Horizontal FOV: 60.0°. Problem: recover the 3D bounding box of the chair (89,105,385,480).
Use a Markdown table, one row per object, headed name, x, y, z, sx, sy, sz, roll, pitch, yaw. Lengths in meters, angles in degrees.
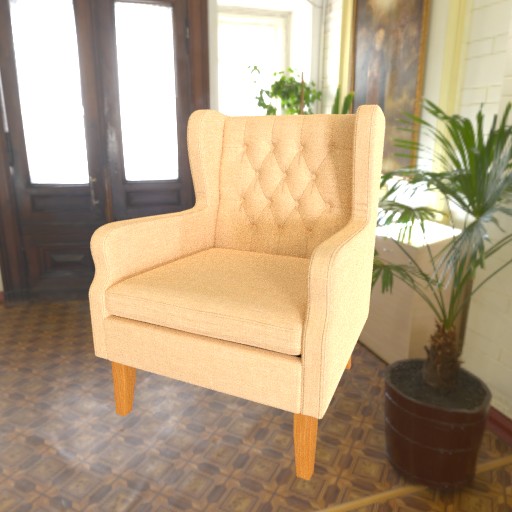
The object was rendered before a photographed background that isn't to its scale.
| name | x | y | z | sx | sy | sz | roll | pitch | yaw |
| --- | --- | --- | --- | --- | --- | --- | --- | --- | --- |
| chair | 0.000 | 0.000 | 1.432 | 0.710 | 0.930 | 0.760 | 7 | 17 | 25 |
